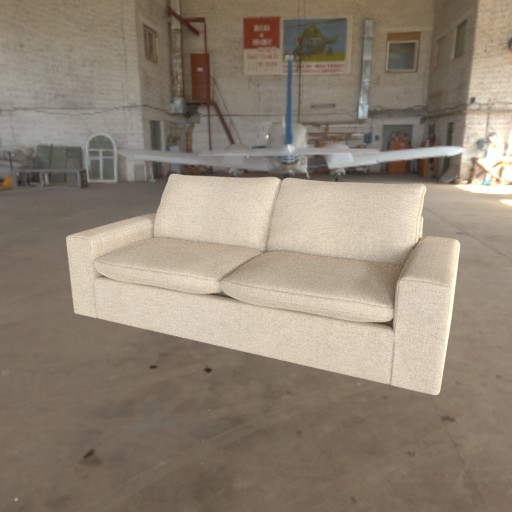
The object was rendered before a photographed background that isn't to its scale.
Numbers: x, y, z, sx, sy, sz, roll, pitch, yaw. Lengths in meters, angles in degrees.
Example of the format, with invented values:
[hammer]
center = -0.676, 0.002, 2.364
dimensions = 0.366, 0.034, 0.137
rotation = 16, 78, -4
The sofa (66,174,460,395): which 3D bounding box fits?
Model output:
[sofa]
center = 0.000, 0.000, 2.791
dimensions = 2.299, 0.922, 1.040
rotation = 7, 16, 25
